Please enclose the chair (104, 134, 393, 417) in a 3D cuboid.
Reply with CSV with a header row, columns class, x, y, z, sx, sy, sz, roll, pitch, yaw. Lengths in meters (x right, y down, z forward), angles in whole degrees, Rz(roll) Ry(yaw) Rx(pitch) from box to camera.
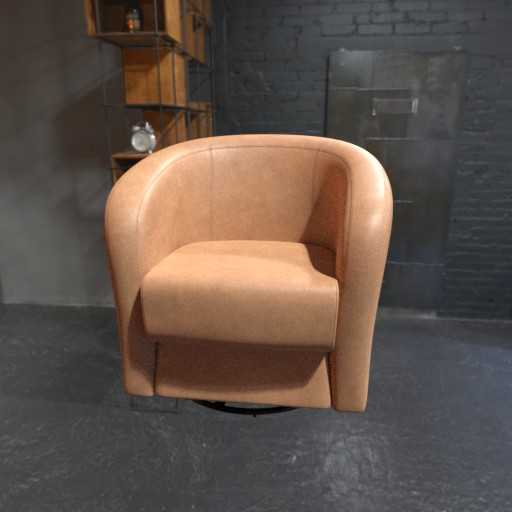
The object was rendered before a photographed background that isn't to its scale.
class,x,y,z,sx,sy,sz,roll,pitch,yaw
chair,0.000,0.000,1.481,0.791,0.771,0.815,2,16,7
